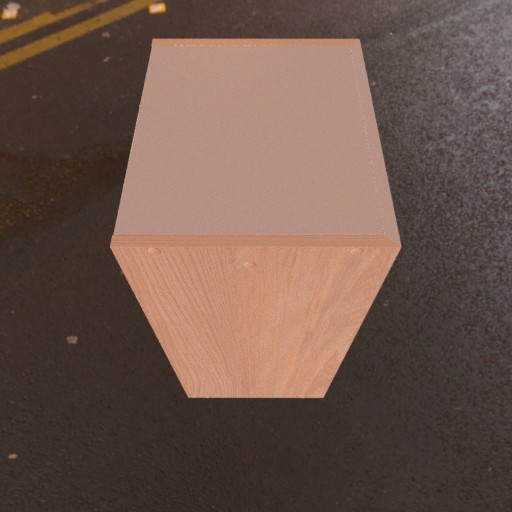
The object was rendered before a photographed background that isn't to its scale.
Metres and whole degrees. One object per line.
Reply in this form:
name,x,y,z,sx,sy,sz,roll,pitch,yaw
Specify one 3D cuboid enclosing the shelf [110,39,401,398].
shelf,0.000,0.000,0.787,0.290,0.600,0.350,0,59,0
